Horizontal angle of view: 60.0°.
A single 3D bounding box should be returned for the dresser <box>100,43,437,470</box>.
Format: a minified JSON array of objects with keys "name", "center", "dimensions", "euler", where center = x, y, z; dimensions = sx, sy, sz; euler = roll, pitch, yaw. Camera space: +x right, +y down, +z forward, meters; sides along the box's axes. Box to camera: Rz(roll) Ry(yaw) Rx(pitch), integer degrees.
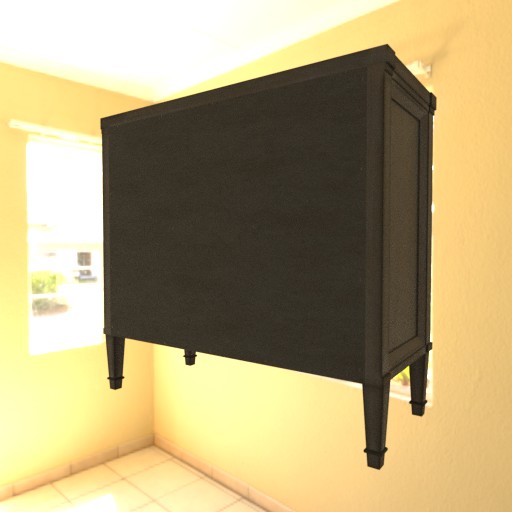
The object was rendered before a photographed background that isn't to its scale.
[{"name":"dresser","center":[0.000,0.000,1.502],"dimensions":[1.049,0.986,0.463],"euler":[1,2,35]}]
